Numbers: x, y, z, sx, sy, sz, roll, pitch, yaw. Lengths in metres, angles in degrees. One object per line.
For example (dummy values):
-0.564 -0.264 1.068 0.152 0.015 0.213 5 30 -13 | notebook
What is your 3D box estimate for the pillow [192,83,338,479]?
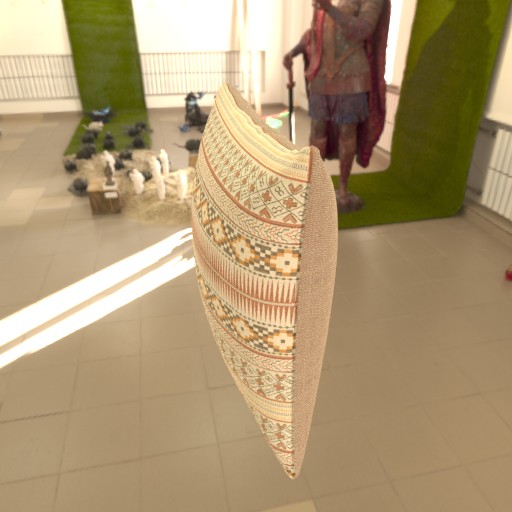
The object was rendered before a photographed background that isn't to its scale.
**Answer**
0.000 0.000 0.782 0.215 0.519 0.521 -7 30 -12 | pillow
